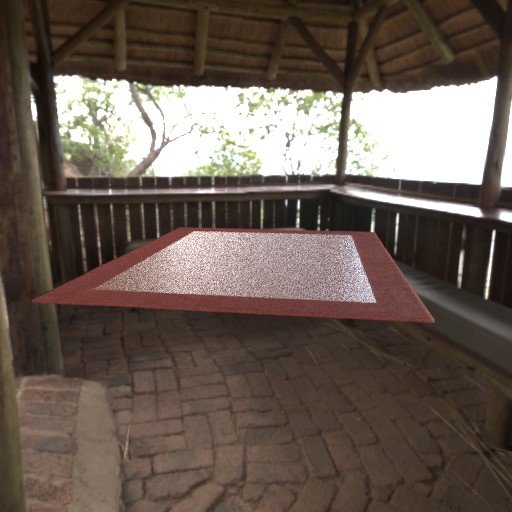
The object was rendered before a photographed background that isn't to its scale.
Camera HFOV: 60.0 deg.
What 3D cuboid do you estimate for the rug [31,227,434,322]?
[{"bbox_3d":[0.000,0.000,4.027,2.430,0.018,2.976,2,13,8],"label":"rug"}]
